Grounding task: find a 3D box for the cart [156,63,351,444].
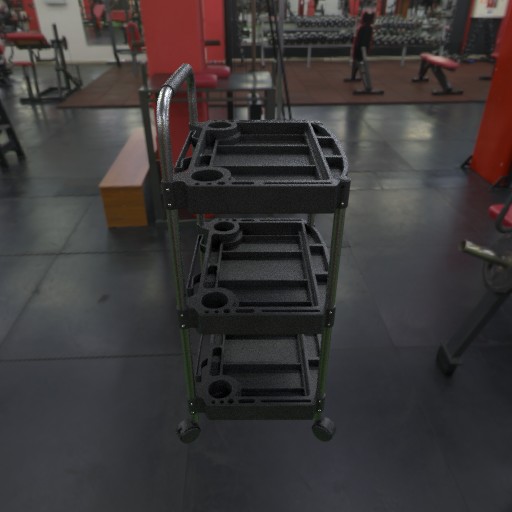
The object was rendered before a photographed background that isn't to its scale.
[{"bbox_3d":[0.000,0.000,1.389,0.518,1.075,0.584,0,31,0],"label":"cart"}]
